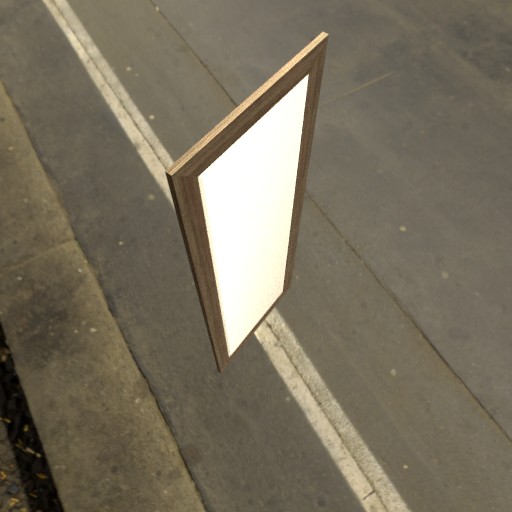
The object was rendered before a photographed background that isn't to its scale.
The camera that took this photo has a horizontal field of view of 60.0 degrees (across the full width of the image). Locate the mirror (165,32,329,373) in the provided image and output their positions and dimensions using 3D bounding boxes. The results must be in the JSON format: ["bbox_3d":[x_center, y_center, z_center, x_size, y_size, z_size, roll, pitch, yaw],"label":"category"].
[{"bbox_3d":[0.000,0.000,2.286,0.025,2.032,0.812,33,65,18],"label":"mirror"}]
